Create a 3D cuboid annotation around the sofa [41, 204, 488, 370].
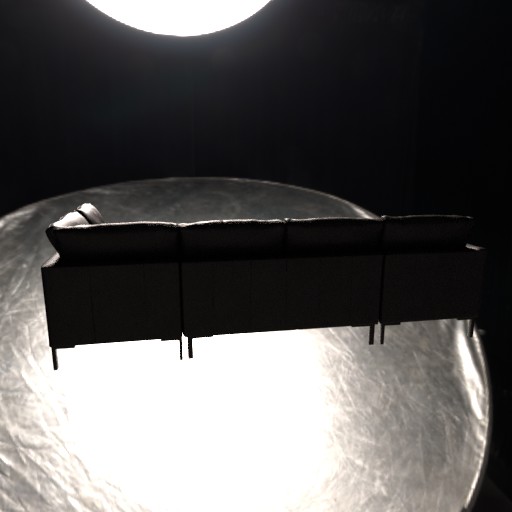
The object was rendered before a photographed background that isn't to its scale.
[{"bbox_3d":[0.000,0.000,3.786,2.956,0.900,1.939,-2,13,-10],"label":"sofa"}]
